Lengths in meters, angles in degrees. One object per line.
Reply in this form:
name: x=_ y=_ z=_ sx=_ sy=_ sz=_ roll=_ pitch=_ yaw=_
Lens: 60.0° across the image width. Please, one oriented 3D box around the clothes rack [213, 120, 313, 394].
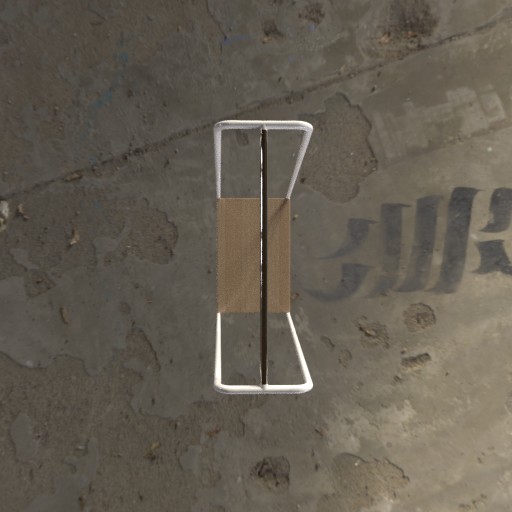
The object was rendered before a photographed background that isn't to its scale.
clothes rack: x=0.000 y=0.000 z=1.776 sx=0.400 sy=1.500 sz=0.640 roll=0 pitch=90 yaw=-1
